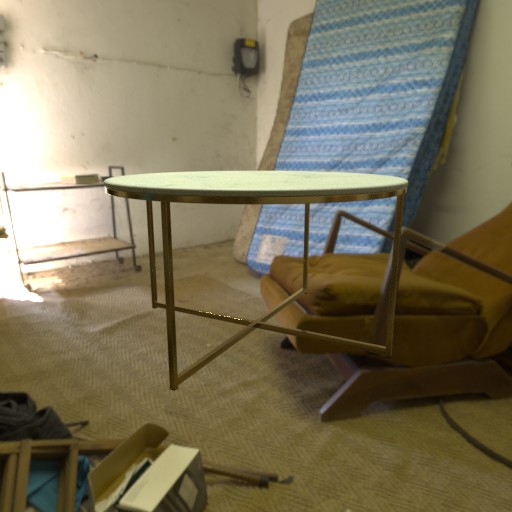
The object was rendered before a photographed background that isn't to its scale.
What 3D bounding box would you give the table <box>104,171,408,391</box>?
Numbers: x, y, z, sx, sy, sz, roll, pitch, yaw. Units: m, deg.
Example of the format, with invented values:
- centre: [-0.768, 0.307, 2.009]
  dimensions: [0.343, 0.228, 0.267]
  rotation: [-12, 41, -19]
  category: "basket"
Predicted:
- centre: [0.000, 0.000, 1.278]
  dimensions: [0.800, 0.450, 0.800]
  rotation: [0, 13, 0]
  category: "table"
